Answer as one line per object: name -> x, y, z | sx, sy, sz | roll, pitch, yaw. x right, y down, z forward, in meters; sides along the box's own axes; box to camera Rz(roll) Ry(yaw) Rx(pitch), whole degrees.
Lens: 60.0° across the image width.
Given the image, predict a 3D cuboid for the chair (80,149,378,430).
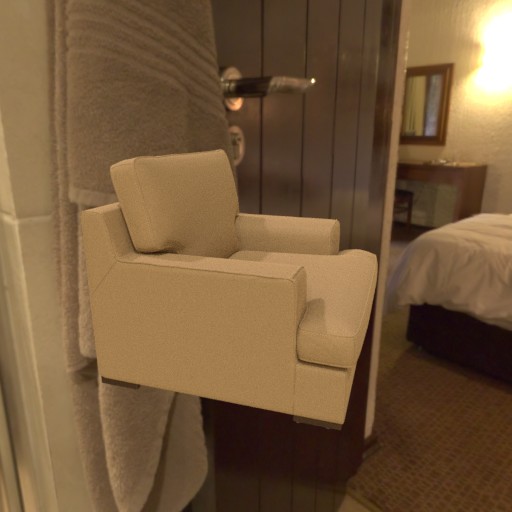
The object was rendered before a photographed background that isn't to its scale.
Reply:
chair -> 0.000, 0.000, 2.224 | 1.274, 1.005, 1.293 | 3, 16, 10
